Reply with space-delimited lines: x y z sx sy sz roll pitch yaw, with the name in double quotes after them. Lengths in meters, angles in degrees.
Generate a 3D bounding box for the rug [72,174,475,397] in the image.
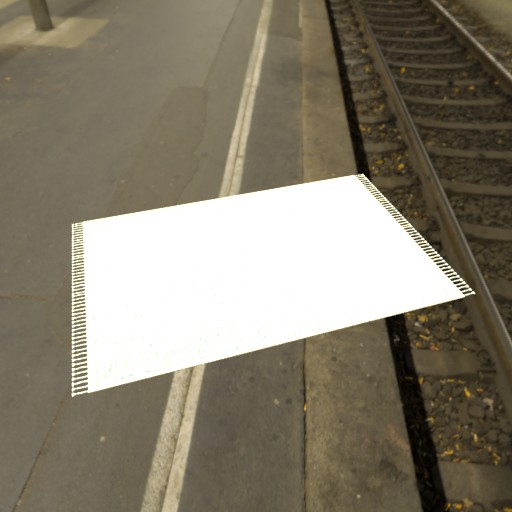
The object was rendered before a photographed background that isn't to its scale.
0.000 0.000 3.078 2.438 0.010 1.524 -12 43 -13 "rug"
